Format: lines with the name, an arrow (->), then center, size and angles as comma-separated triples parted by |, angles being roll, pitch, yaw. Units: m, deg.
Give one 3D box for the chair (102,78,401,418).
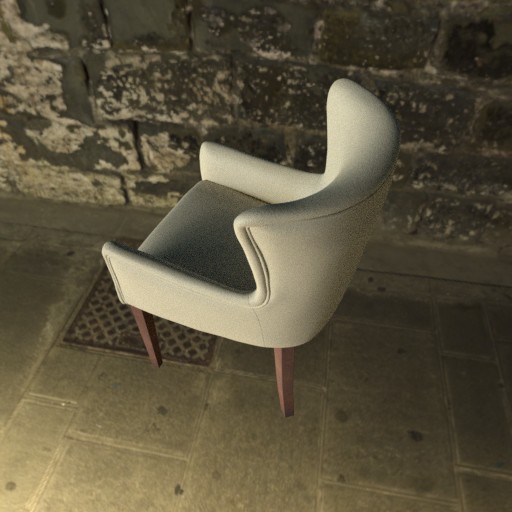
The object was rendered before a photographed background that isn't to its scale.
chair -> 0.000, 0.000, 1.412 | 0.686, 0.952, 0.660 | 18, 49, 17
